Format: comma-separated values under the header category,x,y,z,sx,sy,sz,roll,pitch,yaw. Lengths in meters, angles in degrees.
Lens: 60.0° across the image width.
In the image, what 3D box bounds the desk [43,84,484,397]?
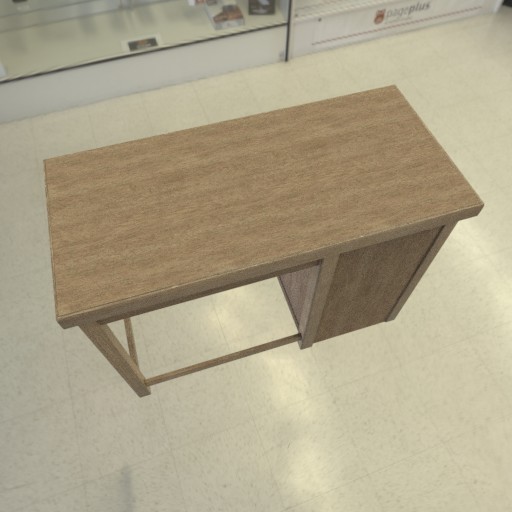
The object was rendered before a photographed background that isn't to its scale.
category,x,y,z,sx,sy,sz,roll,pitch,yaw
desk,0.000,0.000,1.800,1.289,0.912,0.610,-15,59,-9
